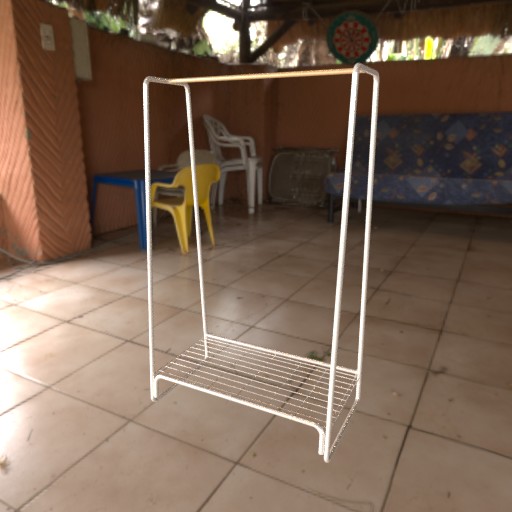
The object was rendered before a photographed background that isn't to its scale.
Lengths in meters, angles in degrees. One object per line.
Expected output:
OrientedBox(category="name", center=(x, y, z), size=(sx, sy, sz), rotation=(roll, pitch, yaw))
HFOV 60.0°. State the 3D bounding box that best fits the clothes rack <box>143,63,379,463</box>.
OrientedBox(category="clothes rack", center=(0.000, 0.000, 1.957), size=(0.900, 1.500, 0.495), rotation=(8, 18, 26))
